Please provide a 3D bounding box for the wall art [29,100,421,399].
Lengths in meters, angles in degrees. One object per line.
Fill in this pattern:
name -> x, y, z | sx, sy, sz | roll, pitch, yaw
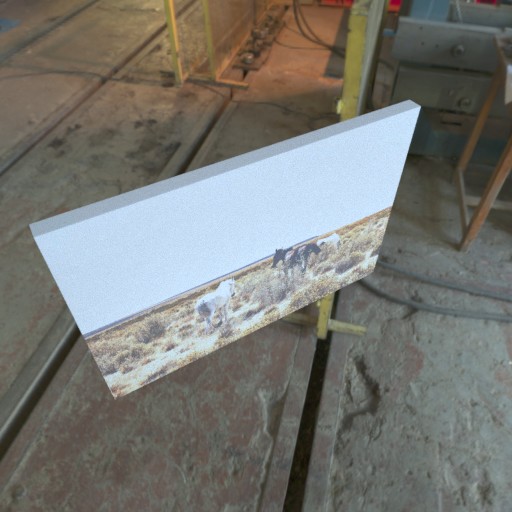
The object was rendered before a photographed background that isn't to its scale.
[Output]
wall art -> 0.000, 0.000, 1.441 | 1.138, 0.761, 0.051 | -23, 50, -21
